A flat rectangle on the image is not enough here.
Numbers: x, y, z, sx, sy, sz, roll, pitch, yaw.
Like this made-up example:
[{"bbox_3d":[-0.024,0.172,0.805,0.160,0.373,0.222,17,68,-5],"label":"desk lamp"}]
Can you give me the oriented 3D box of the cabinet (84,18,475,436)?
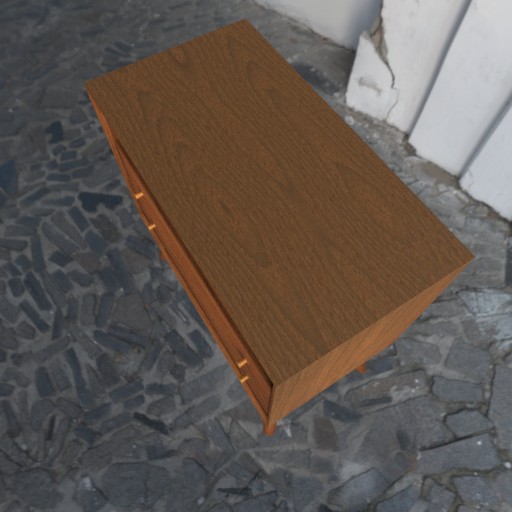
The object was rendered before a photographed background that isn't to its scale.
[{"bbox_3d":[0.000,0.000,1.134,0.388,0.748,0.712,-29,66,-14],"label":"cabinet"}]
